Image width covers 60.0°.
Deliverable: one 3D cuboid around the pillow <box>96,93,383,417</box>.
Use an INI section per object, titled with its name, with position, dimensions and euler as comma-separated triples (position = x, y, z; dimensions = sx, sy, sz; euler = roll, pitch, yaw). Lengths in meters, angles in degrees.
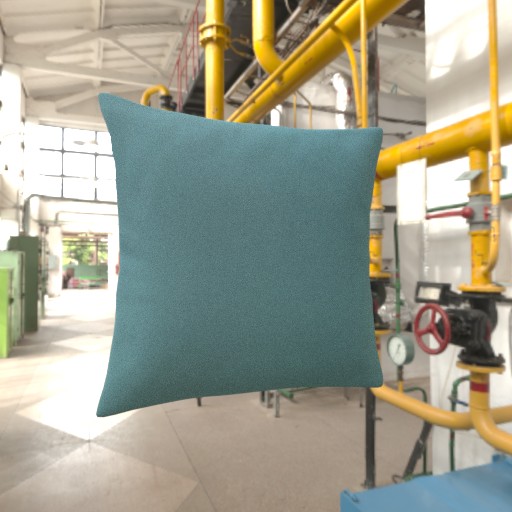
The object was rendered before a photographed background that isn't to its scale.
[pillow]
position = 0.000, 0.000, 0.779
dimensions = 0.526, 0.507, 0.166
euler = 0, -1, -19
